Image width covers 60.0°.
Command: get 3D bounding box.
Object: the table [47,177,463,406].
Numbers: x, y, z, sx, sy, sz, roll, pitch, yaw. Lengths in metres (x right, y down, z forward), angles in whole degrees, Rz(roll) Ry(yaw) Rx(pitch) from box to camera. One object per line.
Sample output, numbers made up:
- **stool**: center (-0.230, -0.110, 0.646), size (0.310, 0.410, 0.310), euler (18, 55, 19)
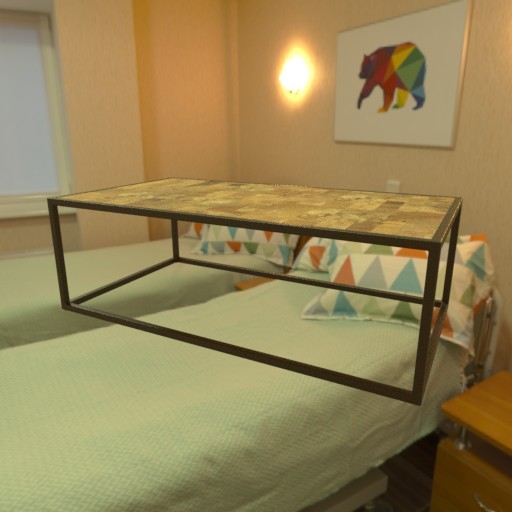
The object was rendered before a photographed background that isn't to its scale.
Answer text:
- **table**: center (0.000, 0.000, 1.508), size (1.199, 0.398, 0.649), euler (9, 19, 26)
